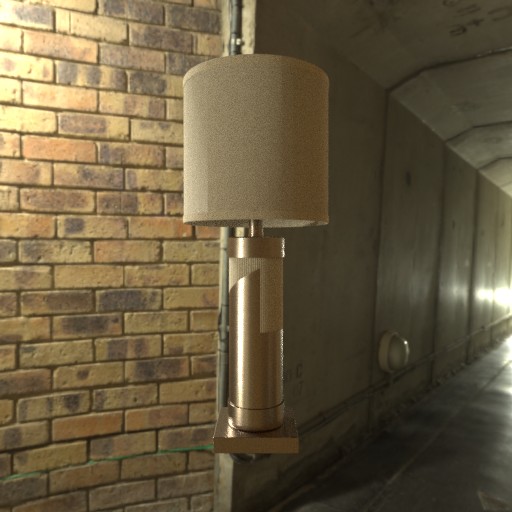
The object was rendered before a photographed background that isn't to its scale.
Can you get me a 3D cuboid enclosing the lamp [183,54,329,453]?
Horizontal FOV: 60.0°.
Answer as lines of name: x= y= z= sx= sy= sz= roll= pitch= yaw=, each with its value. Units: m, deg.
lamp: x=0.000 y=0.000 z=0.625 sx=0.202 sy=0.509 sz=0.202 roll=0 pitch=1 yaw=0
